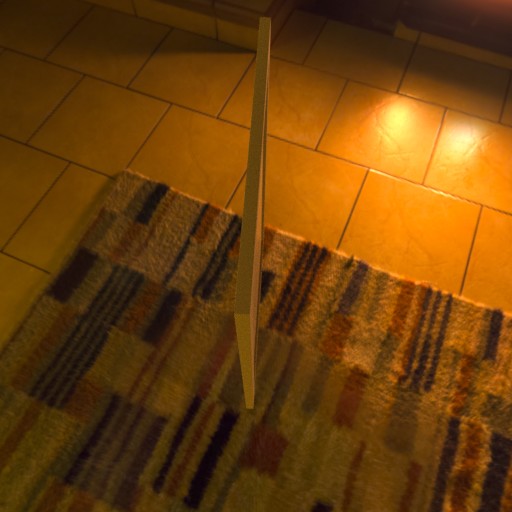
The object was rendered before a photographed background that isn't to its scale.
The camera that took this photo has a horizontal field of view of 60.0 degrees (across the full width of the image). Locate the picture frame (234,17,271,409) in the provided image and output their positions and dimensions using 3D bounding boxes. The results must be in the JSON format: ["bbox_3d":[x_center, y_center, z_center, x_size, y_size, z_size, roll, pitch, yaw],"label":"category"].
[{"bbox_3d":[0.000,0.000,0.593,0.011,0.459,0.326,3,63,2],"label":"picture frame"}]
